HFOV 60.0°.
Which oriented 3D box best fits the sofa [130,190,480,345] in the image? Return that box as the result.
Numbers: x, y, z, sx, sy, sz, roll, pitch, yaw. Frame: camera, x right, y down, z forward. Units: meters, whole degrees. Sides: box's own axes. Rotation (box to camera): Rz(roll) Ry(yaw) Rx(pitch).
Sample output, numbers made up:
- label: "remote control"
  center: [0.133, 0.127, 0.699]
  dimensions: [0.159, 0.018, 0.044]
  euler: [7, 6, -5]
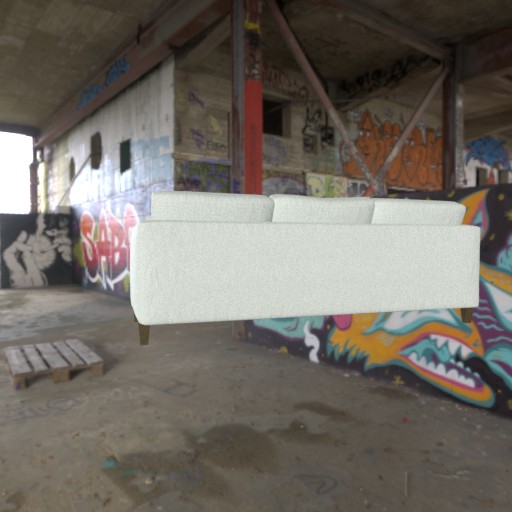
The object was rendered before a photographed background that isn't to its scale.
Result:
- label: "sofa"
  center: [0.000, 0.000, 4.486]
  dimensions: [2.522, 0.934, 3.333]
  euler: [-1, 2, -18]
